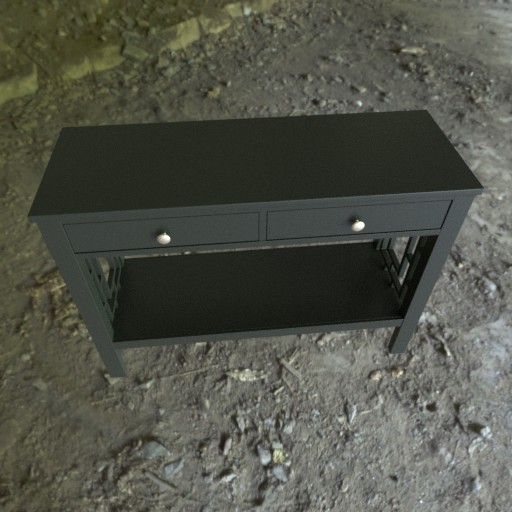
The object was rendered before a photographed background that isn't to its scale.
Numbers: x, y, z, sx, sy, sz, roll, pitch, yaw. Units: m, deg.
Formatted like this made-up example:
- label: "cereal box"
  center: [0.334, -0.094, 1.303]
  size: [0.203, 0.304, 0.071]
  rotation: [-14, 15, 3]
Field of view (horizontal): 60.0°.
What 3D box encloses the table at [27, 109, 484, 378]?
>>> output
- label: "table"
  center: [0.000, 0.000, 1.430]
  size: [1.068, 0.753, 0.397]
  rotation: [-4, 46, -4]
